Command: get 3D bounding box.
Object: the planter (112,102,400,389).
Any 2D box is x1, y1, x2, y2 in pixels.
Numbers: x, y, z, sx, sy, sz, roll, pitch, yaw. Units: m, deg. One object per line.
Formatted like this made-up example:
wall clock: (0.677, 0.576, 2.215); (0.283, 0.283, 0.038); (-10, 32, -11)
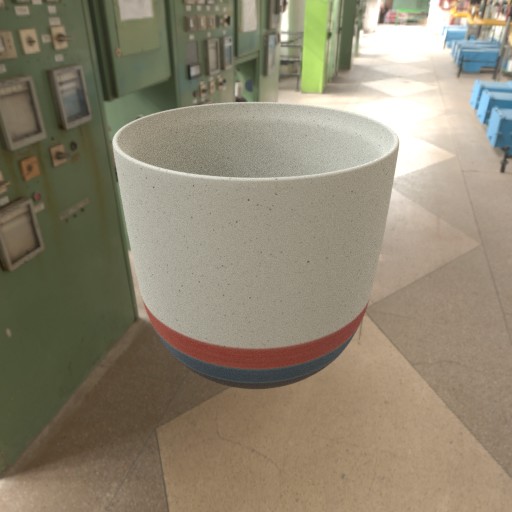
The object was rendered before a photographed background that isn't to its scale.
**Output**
planter: (0.000, 0.000, 0.379); (0.204, 0.214, 0.204); (0, 30, 0)
